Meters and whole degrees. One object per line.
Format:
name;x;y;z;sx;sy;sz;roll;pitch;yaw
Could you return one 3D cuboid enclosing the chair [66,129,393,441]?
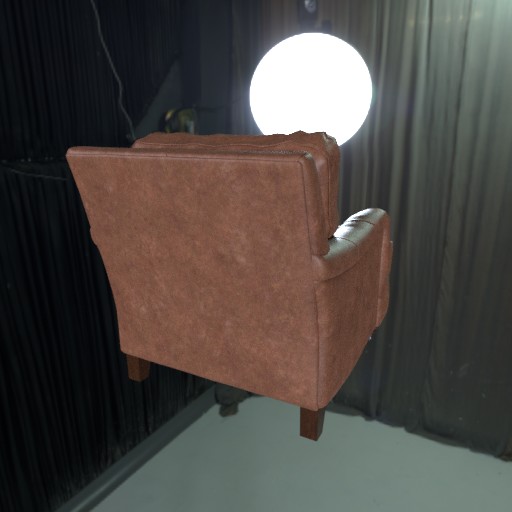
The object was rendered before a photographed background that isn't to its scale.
chair;0.000;0.000;1.924;0.986;1.055;1.158;8;18;27
